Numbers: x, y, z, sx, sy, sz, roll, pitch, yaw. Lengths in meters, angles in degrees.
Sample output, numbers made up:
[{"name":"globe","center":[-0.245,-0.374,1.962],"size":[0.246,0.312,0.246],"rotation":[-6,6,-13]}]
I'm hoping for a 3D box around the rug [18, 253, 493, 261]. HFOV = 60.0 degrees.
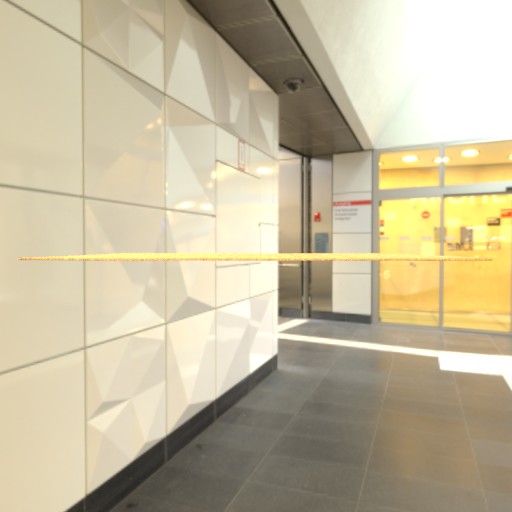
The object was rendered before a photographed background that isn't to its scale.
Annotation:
[{"name":"rug","center":[0.000,0.000,2.331],"size":[1.840,0.013,1.225],"rotation":[0,1,1]}]
